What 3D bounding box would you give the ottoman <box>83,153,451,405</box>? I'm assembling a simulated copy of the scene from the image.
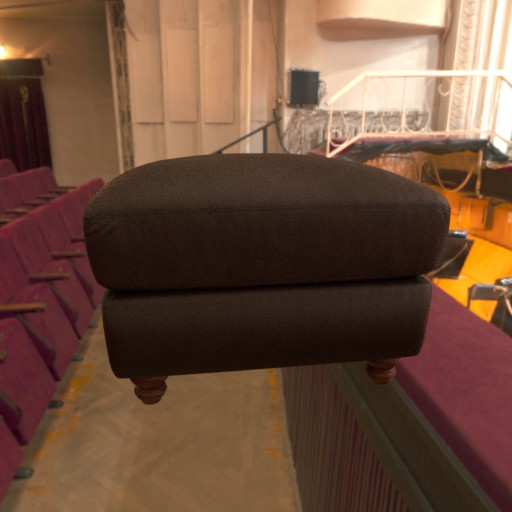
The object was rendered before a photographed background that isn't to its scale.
[{"bbox_3d":[0.000,0.000,1.272,0.806,0.569,0.670,-2,16,-8],"label":"ottoman"}]
